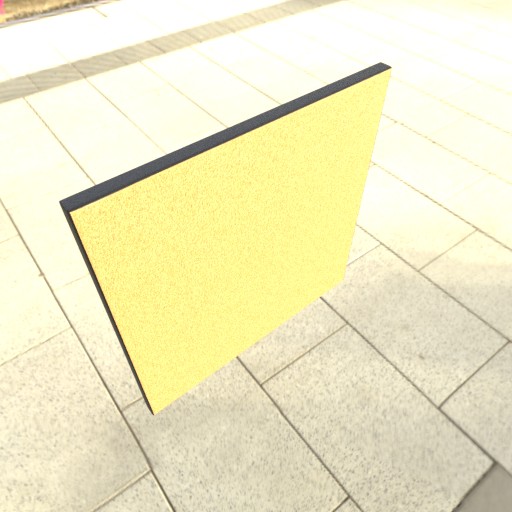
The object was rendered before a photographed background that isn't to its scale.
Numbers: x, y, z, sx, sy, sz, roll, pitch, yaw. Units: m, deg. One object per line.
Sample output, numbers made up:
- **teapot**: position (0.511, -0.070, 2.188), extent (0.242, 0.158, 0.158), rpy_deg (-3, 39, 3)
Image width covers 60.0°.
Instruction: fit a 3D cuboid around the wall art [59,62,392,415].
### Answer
- **wall art**: position (0.000, 0.000, 0.669), extent (0.456, 0.453, 0.022), rpy_deg (-31, 55, -25)
